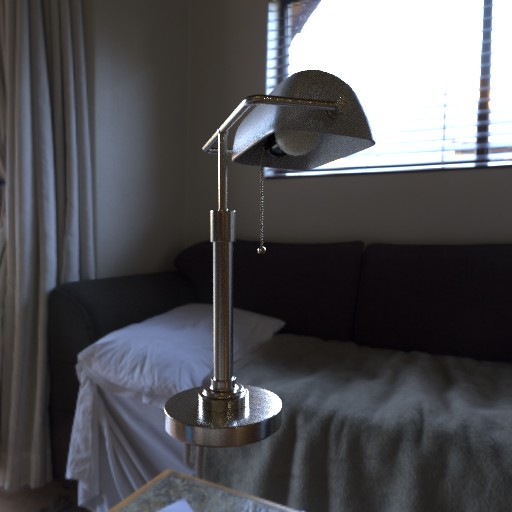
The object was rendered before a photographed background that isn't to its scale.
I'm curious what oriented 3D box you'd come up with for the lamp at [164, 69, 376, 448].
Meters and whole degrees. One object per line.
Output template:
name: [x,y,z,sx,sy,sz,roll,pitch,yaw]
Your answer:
lamp: [0.000,0.000,0.549,0.227,0.404,0.269,-1,2,-16]
